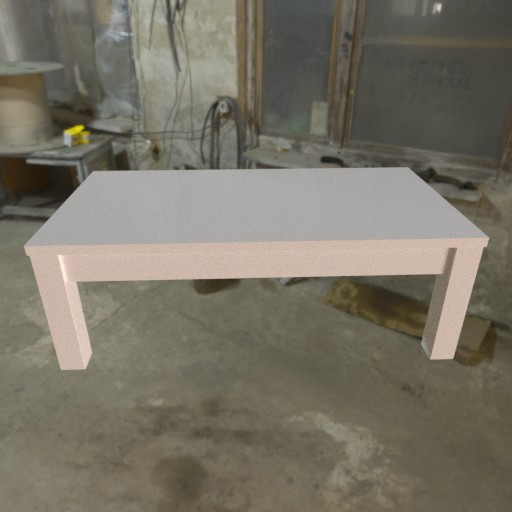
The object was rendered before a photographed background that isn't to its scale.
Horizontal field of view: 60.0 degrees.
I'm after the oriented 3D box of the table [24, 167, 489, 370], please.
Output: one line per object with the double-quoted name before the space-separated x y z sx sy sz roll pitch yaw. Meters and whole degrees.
"table" 0.000 0.000 1.703 1.350 0.470 0.700 -1 28 -2
